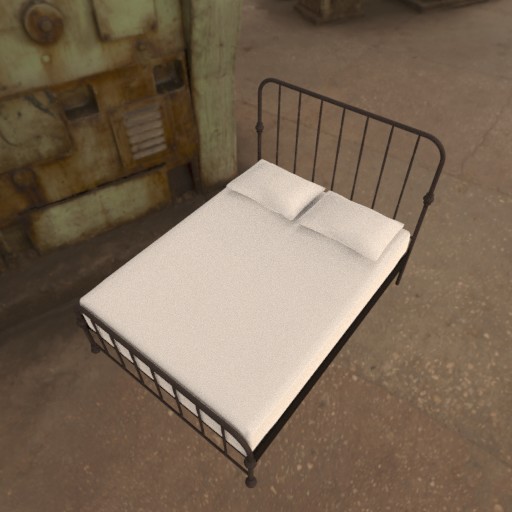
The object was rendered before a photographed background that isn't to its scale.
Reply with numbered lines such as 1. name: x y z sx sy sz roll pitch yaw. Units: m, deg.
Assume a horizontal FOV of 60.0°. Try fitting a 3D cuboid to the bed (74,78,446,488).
1. bed: 0.000 0.000 3.142 1.616 1.446 2.134 30 54 25
